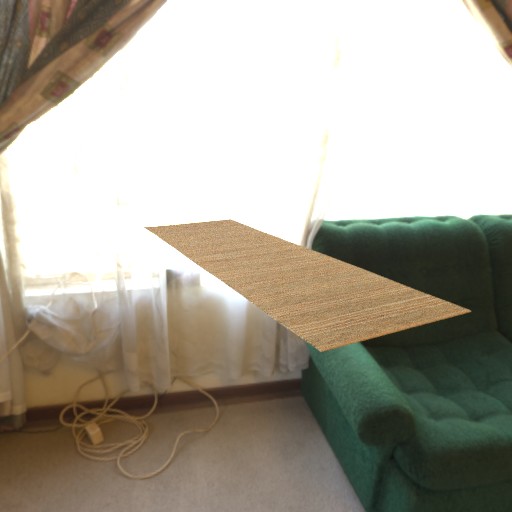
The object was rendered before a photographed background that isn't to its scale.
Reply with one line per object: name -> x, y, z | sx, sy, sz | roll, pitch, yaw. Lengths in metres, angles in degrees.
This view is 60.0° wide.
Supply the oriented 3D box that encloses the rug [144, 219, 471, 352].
rug -> 0.000, 0.000, 2.739 | 0.783, 0.006, 2.438 | -8, 17, -27
